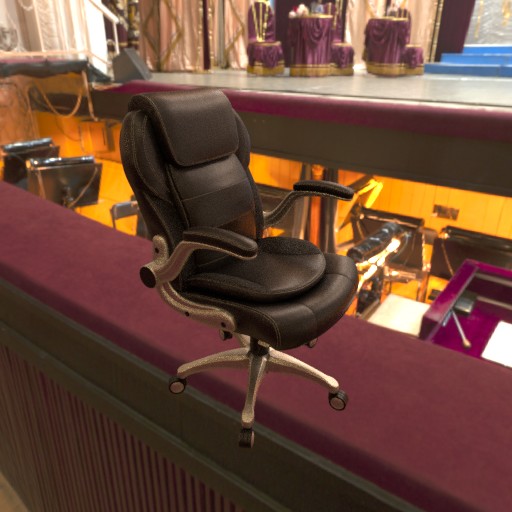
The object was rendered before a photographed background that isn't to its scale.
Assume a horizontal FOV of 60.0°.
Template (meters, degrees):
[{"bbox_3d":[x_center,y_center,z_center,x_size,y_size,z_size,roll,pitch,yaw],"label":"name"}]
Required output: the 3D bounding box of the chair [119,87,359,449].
[{"bbox_3d":[0.000,0.000,1.659,0.801,1.141,0.724,17,30,32],"label":"chair"}]
